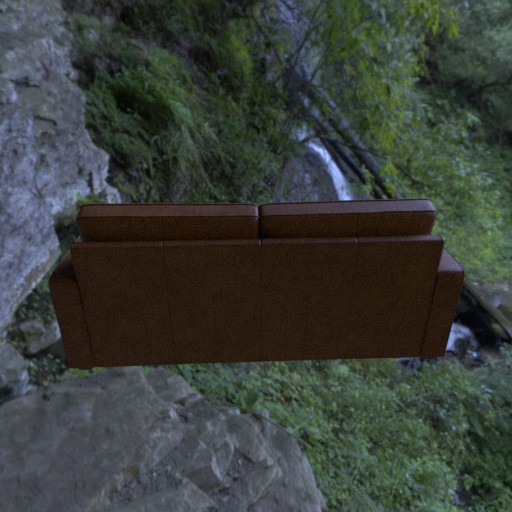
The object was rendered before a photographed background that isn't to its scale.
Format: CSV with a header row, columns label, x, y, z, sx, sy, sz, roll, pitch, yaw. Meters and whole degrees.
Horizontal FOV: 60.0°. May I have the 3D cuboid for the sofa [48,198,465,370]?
label,x,y,z,sx,sy,sz,roll,pitch,yaw
sofa,0.000,0.000,2.709,2.156,0.928,0.991,-1,28,-2
